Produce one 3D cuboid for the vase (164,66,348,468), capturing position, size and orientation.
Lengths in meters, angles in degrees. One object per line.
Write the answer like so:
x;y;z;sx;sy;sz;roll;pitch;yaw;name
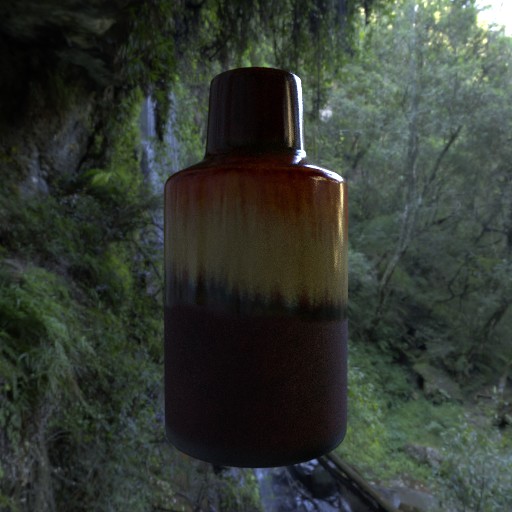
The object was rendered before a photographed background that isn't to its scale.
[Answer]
0.000;0.000;0.264;0.108;0.204;0.108;0;2;0;vase
